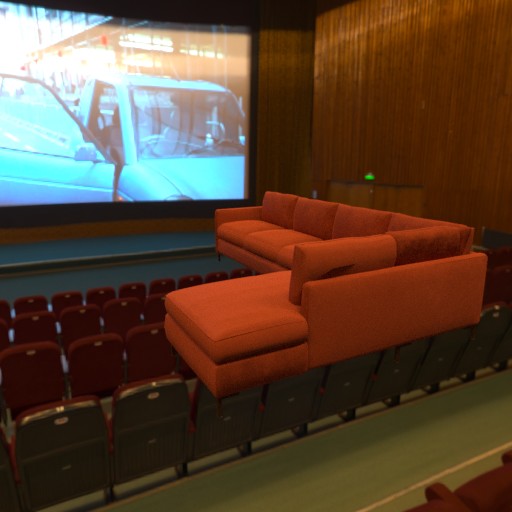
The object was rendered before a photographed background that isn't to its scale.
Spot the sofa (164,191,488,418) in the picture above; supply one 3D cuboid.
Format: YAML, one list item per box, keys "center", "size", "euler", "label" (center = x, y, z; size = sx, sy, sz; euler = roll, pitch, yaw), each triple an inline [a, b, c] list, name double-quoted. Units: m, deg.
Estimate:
- center: [0.000, 0.000, 3.523]
  size: [1.879, 0.757, 2.736]
  euler: [-7, 16, -27]
  label: "sofa"
